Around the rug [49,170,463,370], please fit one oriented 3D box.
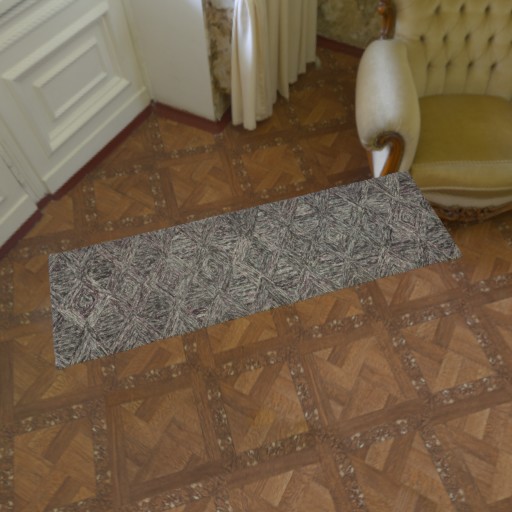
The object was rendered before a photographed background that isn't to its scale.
[{"bbox_3d":[0.000,0.000,2.570,2.305,0.013,0.719,-15,59,-9],"label":"rug"}]
